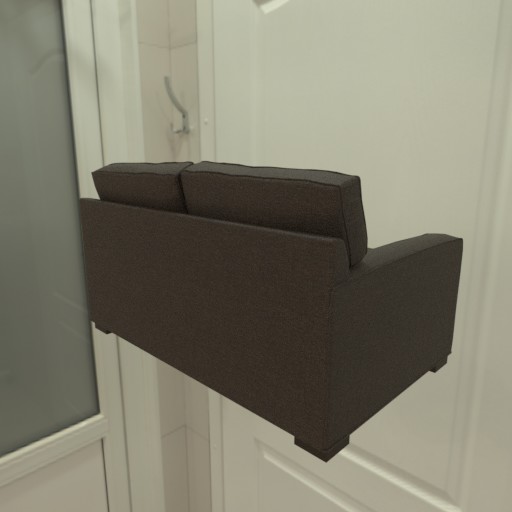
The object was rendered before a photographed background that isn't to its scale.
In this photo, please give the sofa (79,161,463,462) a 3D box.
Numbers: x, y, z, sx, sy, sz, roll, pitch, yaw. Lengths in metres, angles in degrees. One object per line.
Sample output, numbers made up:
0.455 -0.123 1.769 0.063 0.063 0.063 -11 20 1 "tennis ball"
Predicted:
0.000 0.000 2.082 1.534 0.887 0.974 13 19 43 "sofa"
